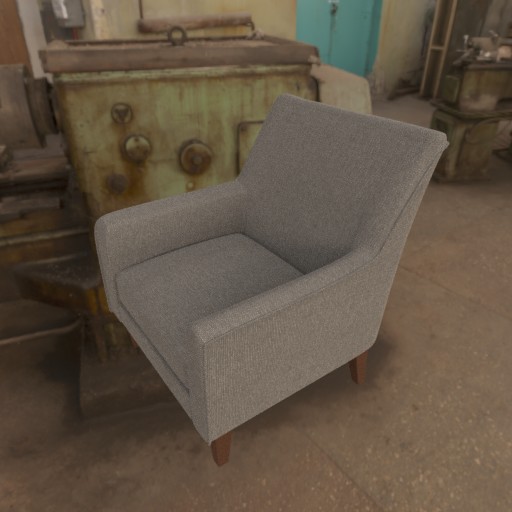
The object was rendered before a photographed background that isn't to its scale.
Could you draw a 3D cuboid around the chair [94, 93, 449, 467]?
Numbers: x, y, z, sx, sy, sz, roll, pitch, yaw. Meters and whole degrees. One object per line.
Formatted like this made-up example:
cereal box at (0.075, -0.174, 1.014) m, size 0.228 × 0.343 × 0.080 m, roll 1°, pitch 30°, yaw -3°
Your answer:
chair at (0.000, 0.000, 1.585) m, size 0.899 × 0.919 × 0.780 m, roll -20°, pitch 36°, yaw -30°
